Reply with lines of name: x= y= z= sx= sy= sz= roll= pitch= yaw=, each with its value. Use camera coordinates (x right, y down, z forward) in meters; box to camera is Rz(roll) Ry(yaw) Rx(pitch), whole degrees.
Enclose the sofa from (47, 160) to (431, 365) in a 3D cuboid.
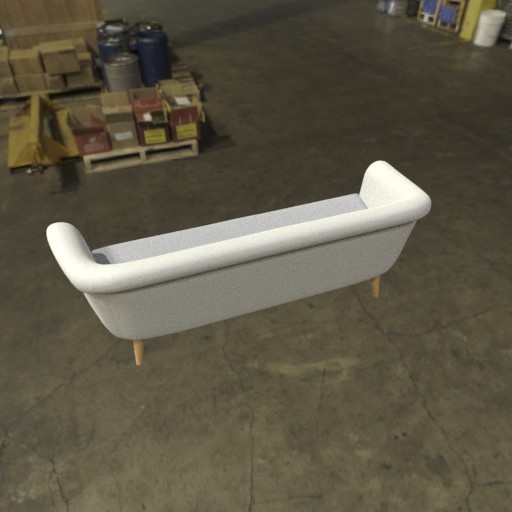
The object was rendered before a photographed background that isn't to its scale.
sofa: x=0.000 y=0.000 z=2.562 sx=2.160 sy=0.795 sz=0.827 roll=-13 pitch=42 yaw=-15
